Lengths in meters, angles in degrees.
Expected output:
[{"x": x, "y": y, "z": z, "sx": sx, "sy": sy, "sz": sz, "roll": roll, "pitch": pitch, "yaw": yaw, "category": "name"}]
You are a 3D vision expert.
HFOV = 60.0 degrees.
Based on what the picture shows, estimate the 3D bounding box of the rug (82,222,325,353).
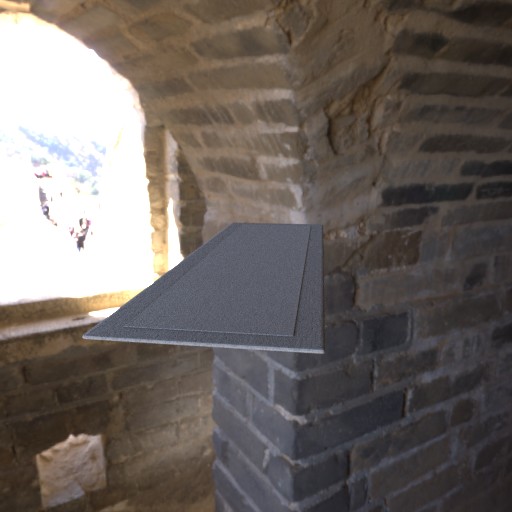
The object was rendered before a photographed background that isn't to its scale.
[{"x": 0.000, "y": 0.000, "z": 2.513, "sx": 0.759, "sy": 0.012, "sz": 2.430, "roll": 2, "pitch": 13, "yaw": 8, "category": "rug"}]
